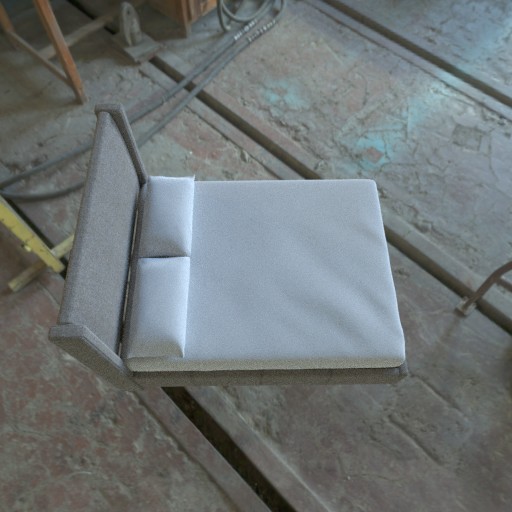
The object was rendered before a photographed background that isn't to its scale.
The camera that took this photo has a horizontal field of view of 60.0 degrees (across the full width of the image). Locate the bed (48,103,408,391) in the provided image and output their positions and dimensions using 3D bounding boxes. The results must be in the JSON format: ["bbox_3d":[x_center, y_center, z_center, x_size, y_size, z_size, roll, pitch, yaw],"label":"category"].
[{"bbox_3d":[0.000,0.000,3.385,2.245,1.481,1.714,-1,63,0],"label":"bed"}]
